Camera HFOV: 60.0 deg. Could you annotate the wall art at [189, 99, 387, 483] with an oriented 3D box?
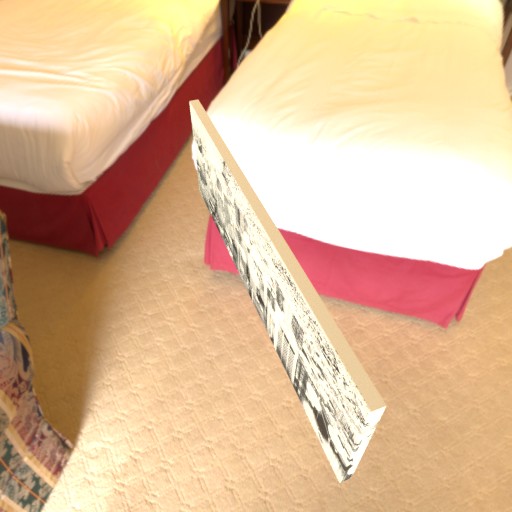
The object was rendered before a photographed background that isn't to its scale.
[{"bbox_3d":[0.000,0.000,1.662,0.044,0.507,1.520,-16,49,-14],"label":"wall art"}]
